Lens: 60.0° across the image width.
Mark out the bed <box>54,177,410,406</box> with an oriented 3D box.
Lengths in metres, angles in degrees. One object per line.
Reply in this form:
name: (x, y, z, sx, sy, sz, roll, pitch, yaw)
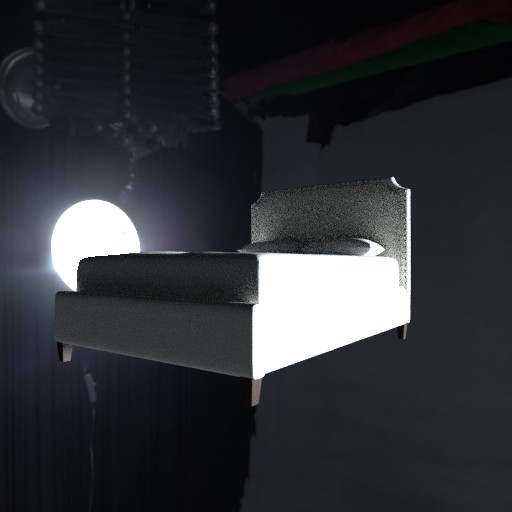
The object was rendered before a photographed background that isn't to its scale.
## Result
bed: (0.000, 0.000, 3.473, 1.712, 1.443, 2.365, -1, -1, 36)
